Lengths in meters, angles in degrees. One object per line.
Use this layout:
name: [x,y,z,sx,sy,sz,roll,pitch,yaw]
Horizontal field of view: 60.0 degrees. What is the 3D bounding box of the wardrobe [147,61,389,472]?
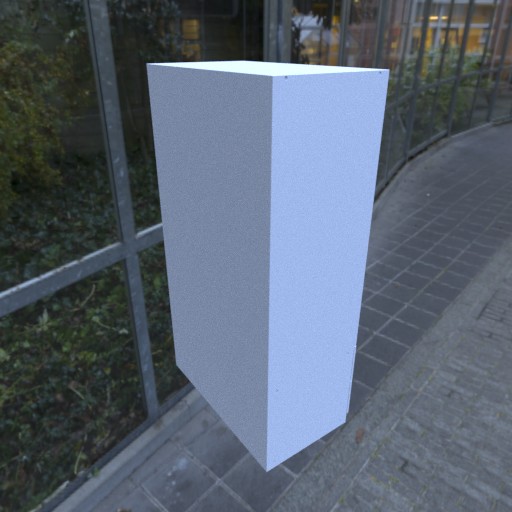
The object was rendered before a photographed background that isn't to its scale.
wardrobe: [0.000,0.000,2.295,0.577,1.808,0.991,-17,31,-32]
